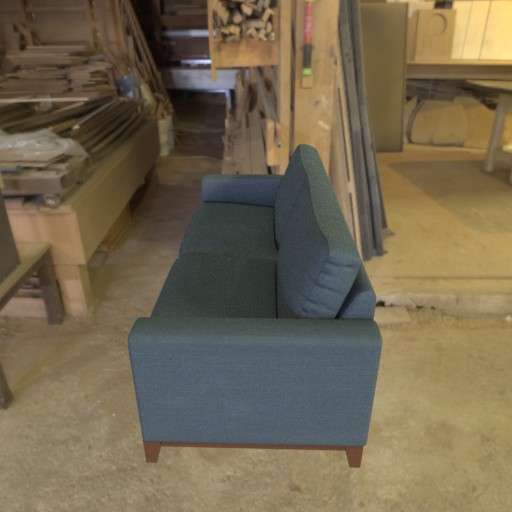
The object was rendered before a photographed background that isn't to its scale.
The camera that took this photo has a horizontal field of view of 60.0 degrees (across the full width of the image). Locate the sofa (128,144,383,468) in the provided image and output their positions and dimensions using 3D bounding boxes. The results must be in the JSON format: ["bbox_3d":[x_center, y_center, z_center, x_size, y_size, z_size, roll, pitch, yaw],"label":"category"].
[{"bbox_3d":[0.000,0.000,2.358,0.877,0.865,1.900,1,27,1],"label":"sofa"}]
